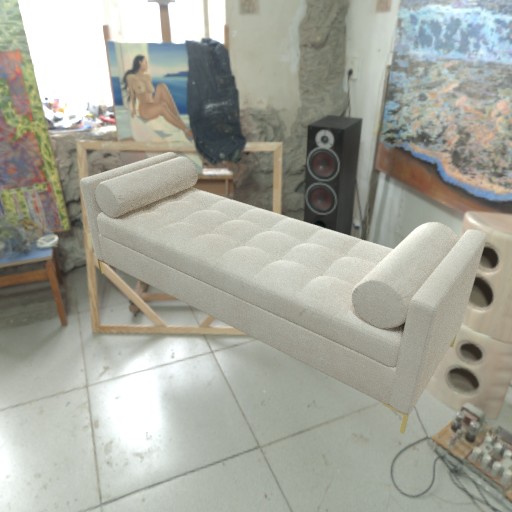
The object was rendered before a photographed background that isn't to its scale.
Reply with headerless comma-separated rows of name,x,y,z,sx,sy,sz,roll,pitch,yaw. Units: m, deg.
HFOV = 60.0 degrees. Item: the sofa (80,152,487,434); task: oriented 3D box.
sofa,0.000,0.000,2.330,1.981,0.635,0.686,21,36,32
